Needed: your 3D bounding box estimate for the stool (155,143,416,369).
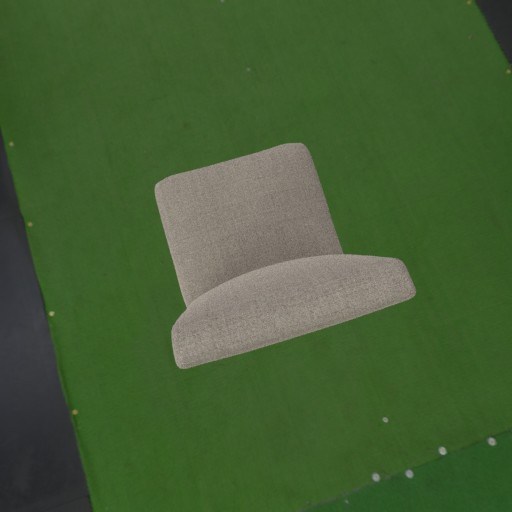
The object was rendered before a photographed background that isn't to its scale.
[{"bbox_3d":[0.000,0.000,1.280,0.459,1.010,0.526,-16,77,-4],"label":"stool"}]
